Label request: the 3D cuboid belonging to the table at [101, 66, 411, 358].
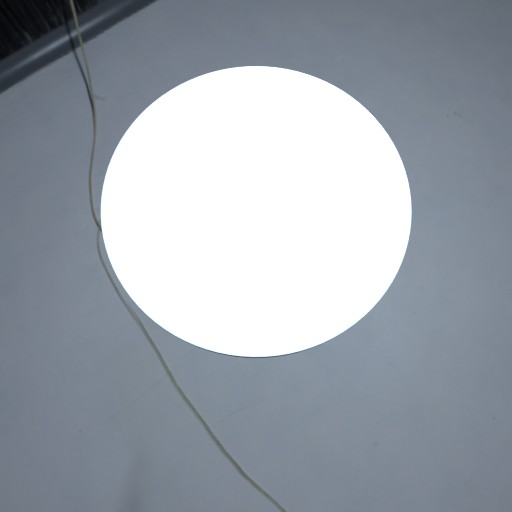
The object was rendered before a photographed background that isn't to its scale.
[{"bbox_3d":[0.000,0.000,0.742,0.350,0.500,0.350,0,75,0],"label":"table"}]
